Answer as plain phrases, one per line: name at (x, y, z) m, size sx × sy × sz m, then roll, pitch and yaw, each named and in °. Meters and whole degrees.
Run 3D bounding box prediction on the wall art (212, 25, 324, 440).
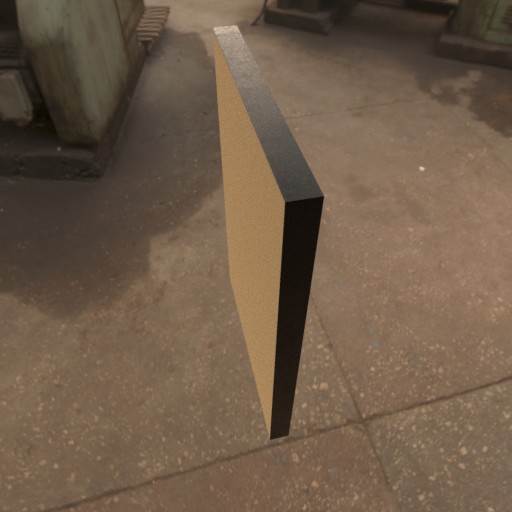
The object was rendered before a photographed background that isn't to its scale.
wall art at (0.000, 0.000, 0.582) m, size 0.031 × 0.457 × 0.313 m, roll -10°, pitch 49°, yaw -9°
